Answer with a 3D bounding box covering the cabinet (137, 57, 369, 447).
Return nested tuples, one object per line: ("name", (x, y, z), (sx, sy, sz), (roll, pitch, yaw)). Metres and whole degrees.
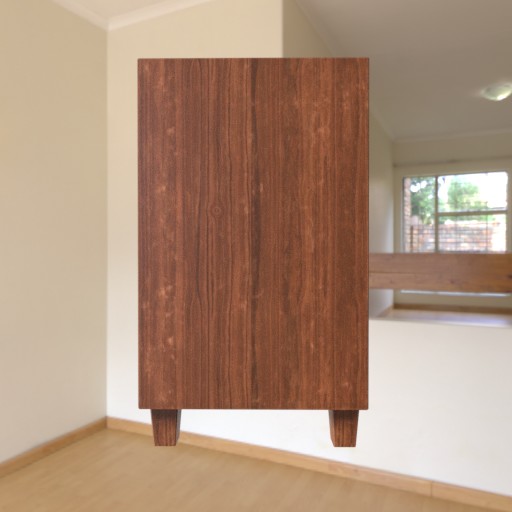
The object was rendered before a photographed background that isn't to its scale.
("cabinet", (0.000, 0.000, 1.075), (0.410, 0.695, 0.607), (0, 0, 1))
